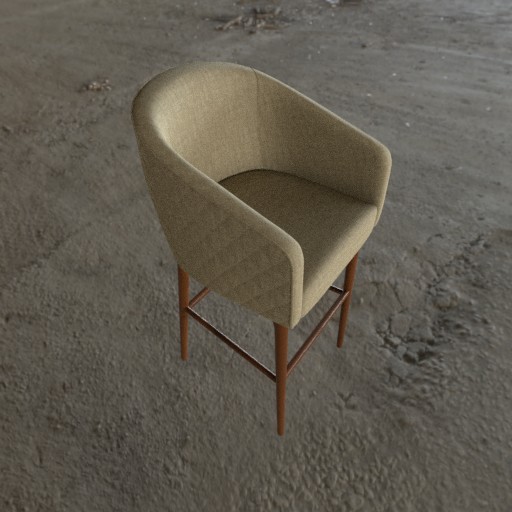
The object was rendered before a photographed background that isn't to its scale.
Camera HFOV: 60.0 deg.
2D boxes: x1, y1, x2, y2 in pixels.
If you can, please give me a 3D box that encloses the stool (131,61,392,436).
[{"bbox_3d":[0.000,0.000,1.453,0.607,1.078,0.559,25,48,25],"label":"stool"}]
